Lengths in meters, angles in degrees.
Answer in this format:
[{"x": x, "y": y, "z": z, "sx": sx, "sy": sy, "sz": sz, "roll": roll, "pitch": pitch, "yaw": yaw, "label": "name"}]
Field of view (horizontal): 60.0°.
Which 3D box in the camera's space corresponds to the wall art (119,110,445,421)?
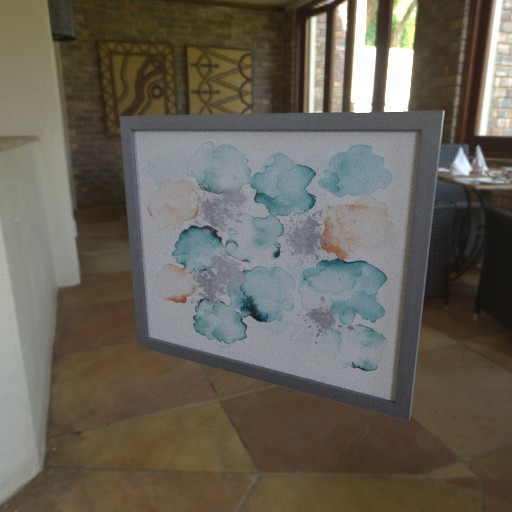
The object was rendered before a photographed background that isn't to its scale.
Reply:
[{"x": 0.000, "y": 0.000, "z": 0.914, "sx": 0.660, "sy": 0.558, "sz": 0.026, "roll": 8, "pitch": 18, "yaw": 26, "label": "wall art"}]
